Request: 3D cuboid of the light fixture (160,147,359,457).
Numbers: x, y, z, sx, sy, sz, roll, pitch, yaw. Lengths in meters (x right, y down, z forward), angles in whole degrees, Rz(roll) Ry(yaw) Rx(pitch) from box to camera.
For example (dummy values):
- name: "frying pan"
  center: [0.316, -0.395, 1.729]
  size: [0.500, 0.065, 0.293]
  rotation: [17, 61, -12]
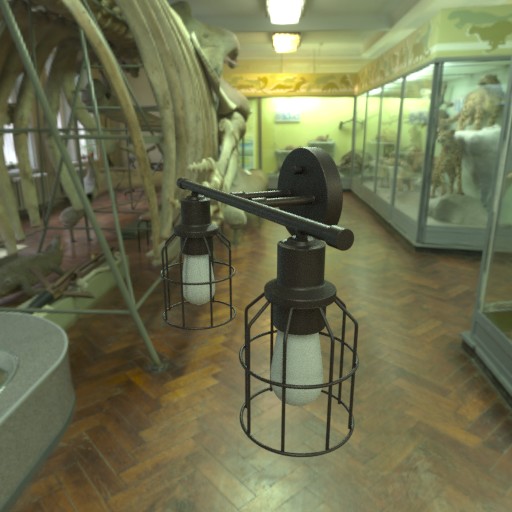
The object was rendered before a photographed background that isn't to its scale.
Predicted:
- name: "light fixture"
  center: [0.000, 0.000, 0.539]
  size: [0.165, 0.254, 0.406]
  rotation: [-8, 18, -25]
